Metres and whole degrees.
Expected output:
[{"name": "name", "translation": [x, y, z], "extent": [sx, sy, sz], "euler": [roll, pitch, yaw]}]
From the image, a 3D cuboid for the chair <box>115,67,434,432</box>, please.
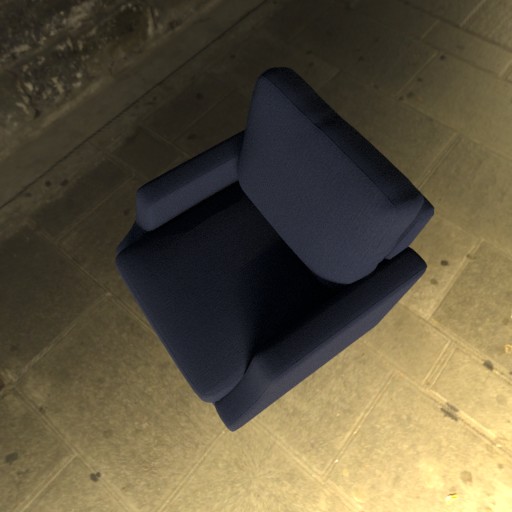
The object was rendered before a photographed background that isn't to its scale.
[{"name": "chair", "translation": [0.000, 0.000, 1.637], "extent": [0.897, 0.991, 0.855], "euler": [-33, 68, -15]}]
